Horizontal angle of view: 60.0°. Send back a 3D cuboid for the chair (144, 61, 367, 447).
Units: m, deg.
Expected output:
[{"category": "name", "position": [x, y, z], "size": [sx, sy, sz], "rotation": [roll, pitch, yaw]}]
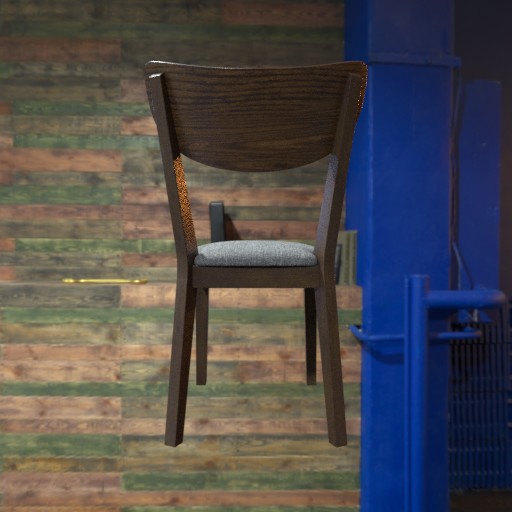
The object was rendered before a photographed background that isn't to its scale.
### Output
[{"category": "chair", "position": [0.000, 0.000, 1.183], "size": [0.491, 0.849, 0.583], "rotation": [0, 0, 0]}]
